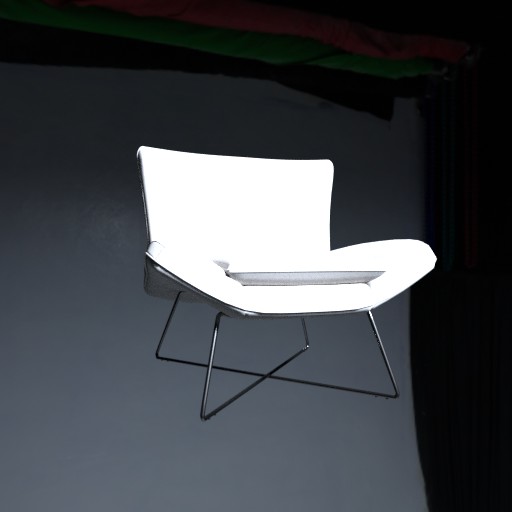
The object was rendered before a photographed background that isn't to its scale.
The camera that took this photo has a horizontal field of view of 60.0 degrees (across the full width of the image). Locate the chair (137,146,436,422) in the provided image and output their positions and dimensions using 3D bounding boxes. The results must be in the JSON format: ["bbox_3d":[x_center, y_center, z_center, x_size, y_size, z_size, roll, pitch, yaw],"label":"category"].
[{"bbox_3d":[0.000,0.000,1.663,0.859,0.855,1.008,0,0,-18],"label":"chair"}]
